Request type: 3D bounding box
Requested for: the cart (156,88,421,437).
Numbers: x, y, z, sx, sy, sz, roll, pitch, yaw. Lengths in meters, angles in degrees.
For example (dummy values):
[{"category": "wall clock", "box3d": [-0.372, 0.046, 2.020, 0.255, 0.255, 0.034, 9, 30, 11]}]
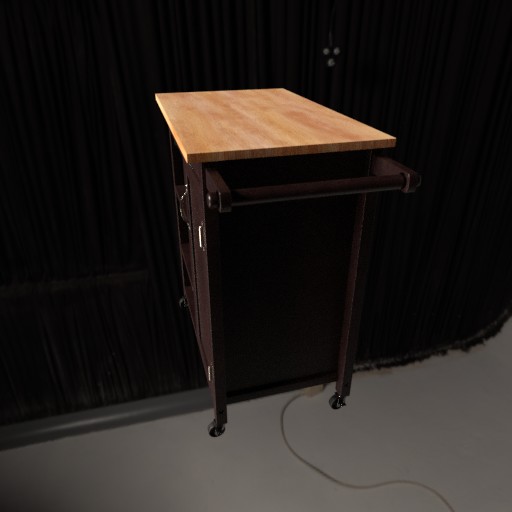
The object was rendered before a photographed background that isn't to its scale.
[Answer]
[{"category": "cart", "box3d": [0.000, 0.000, 1.425, 0.472, 0.878, 0.914, -8, 29, -14]}]
